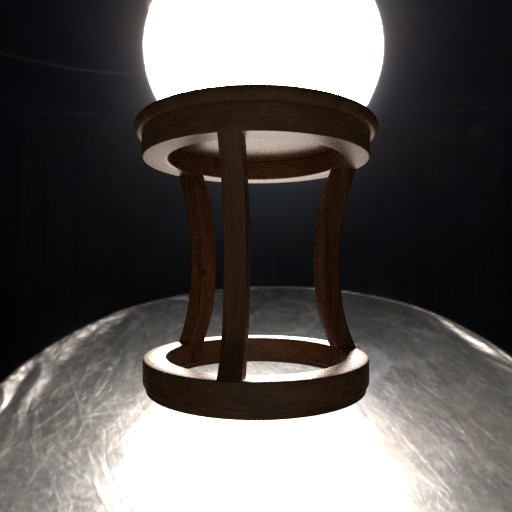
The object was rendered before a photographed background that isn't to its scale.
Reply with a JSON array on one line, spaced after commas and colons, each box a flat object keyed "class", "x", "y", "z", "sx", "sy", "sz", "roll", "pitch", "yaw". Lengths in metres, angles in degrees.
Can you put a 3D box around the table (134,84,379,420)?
[{"class": "table", "x": 0.000, "y": 0.000, "z": 0.808, "sx": 0.432, "sy": 0.460, "sz": 0.432, "roll": 0, "pitch": -1, "yaw": 0}]
